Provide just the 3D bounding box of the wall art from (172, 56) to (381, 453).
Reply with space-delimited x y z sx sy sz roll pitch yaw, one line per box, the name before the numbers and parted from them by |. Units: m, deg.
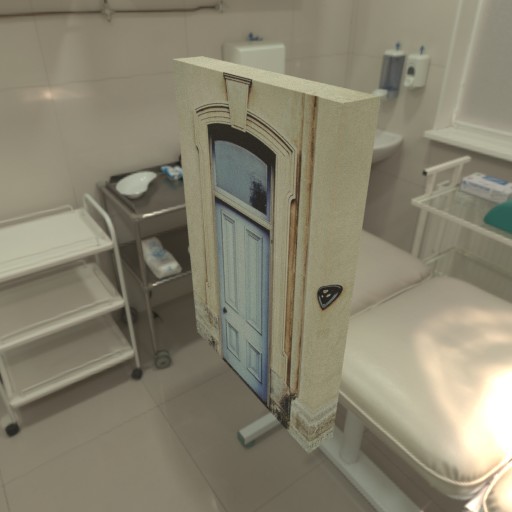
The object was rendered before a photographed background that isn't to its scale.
wall art | 0.000 0.000 0.495 0.038 0.381 0.254 -21 37 -30
